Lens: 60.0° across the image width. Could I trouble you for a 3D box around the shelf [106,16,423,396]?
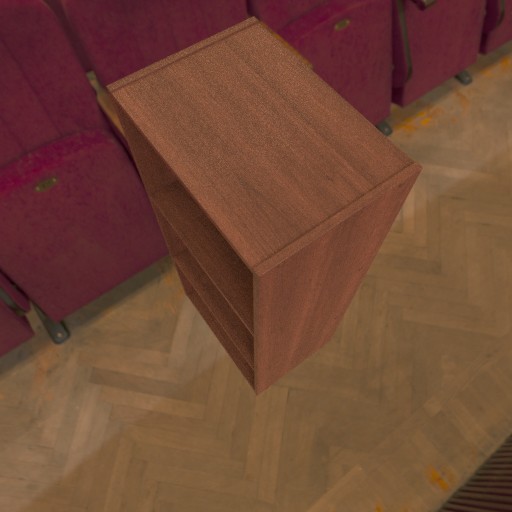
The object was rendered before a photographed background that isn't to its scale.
[{"bbox_3d":[0.000,0.000,1.060,0.290,0.879,0.414,-33,68,-15],"label":"shelf"}]
